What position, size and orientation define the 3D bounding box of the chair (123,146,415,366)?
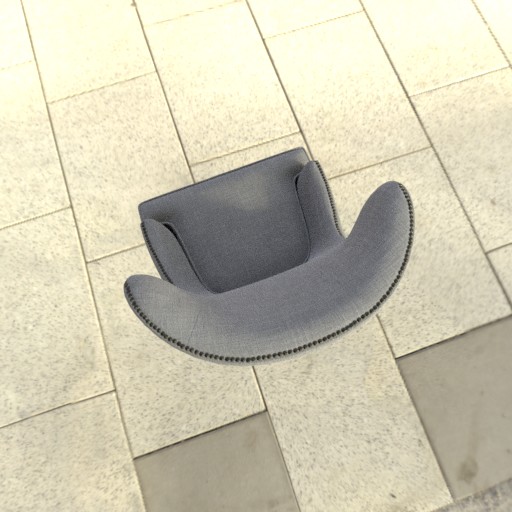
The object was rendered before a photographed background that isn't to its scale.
[{"bbox_3d":[0.000,0.000,1.823,0.864,1.176,0.883,-20,76,-5],"label":"chair"}]
